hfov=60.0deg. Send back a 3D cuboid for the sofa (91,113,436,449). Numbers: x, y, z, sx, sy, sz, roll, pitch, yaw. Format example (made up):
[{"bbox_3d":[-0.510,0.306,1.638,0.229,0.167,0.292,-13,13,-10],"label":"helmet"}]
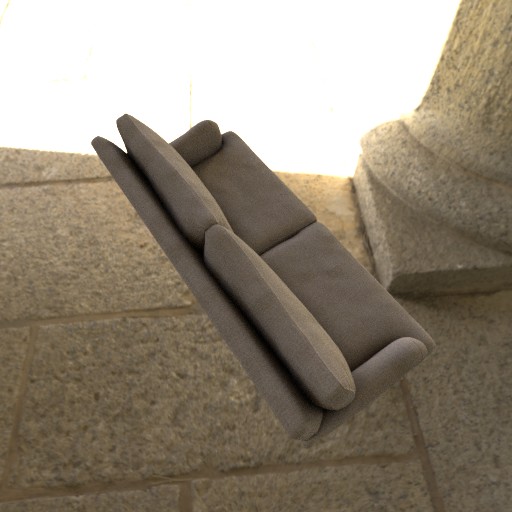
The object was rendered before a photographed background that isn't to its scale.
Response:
[{"bbox_3d":[0.000,0.000,2.803,1.069,1.096,2.193,-30,62,-18],"label":"sofa"}]
